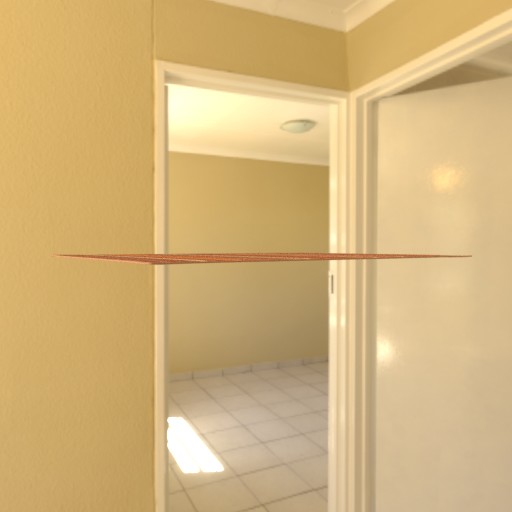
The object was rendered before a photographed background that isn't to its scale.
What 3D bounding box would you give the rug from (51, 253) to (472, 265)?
[{"bbox_3d":[0.000,0.000,4.133,3.092,0.023,2.479,-1,1,-35],"label":"rug"}]
